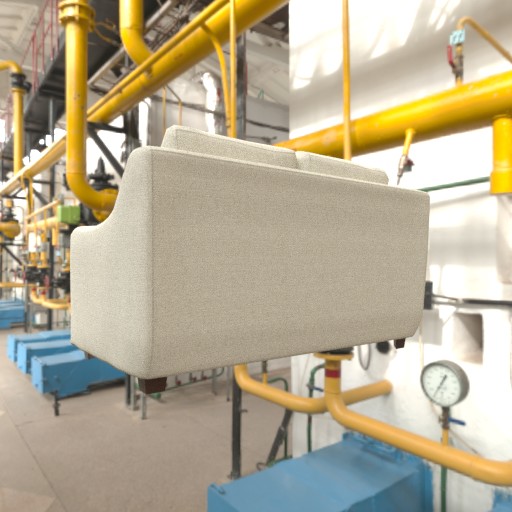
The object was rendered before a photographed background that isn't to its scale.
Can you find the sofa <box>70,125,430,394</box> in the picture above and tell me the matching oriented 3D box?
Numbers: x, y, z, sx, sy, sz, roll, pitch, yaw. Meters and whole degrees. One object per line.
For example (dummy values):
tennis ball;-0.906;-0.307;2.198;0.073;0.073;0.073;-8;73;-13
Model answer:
sofa;0.000;0.000;2.399;1.744;1.047;1.040;1;-1;-36
